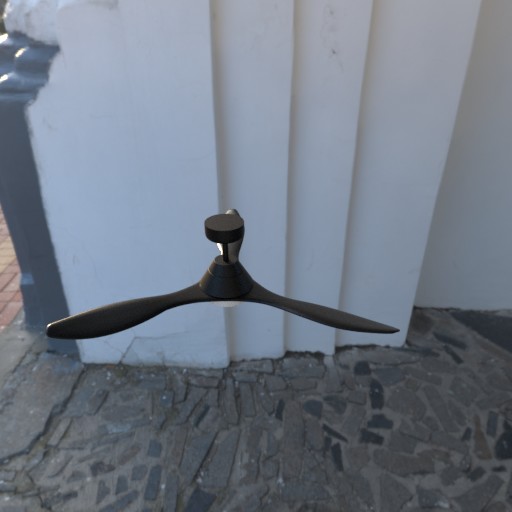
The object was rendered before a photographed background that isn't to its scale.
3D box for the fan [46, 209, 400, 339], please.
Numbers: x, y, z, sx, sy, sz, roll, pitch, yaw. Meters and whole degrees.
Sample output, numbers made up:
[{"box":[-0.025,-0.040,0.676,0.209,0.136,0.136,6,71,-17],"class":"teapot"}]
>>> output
[{"box":[0.000,0.000,1.645,1.067,0.305,1.067,9,31,15],"class":"fan"}]
